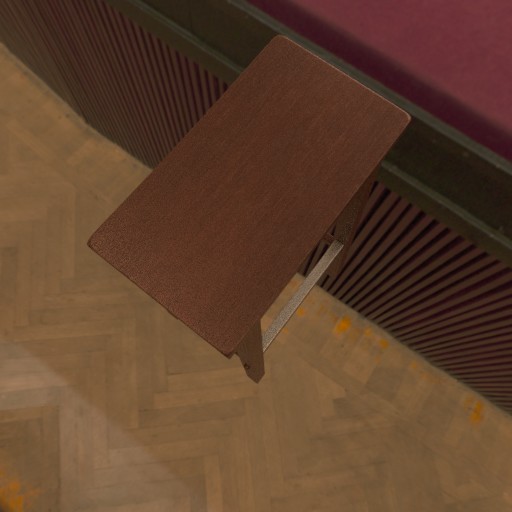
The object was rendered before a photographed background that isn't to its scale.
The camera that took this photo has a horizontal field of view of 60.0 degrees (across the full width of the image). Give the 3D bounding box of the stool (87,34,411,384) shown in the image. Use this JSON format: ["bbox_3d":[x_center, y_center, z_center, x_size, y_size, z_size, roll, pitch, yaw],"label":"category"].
[{"bbox_3d":[0.000,0.000,0.933,0.322,0.742,0.406,37,77,10],"label":"stool"}]
